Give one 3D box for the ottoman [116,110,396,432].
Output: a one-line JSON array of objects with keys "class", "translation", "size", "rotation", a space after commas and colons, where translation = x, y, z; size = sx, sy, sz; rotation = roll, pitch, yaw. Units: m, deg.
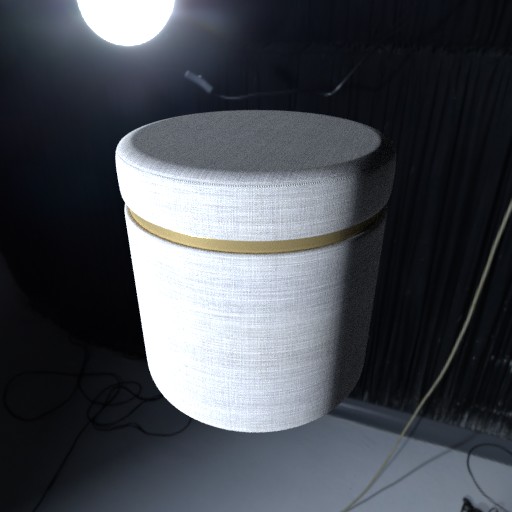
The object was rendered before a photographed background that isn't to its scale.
[{"class": "ottoman", "translation": [0.000, 0.000, 0.740], "size": [0.400, 0.406, 0.400], "rotation": [0, 29, 0]}]
